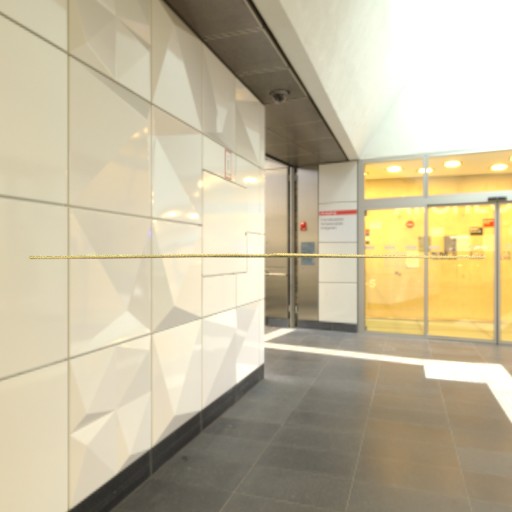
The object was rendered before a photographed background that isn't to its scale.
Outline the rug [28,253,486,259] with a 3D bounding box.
[{"bbox_3d":[0.000,0.000,3.005,2.305,0.029,1.593,0,0,-1],"label":"rug"}]
